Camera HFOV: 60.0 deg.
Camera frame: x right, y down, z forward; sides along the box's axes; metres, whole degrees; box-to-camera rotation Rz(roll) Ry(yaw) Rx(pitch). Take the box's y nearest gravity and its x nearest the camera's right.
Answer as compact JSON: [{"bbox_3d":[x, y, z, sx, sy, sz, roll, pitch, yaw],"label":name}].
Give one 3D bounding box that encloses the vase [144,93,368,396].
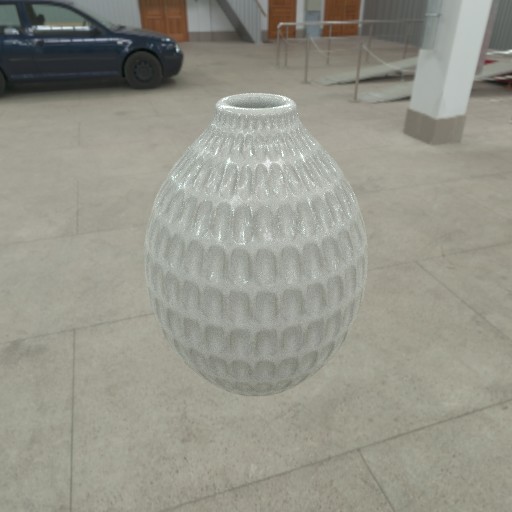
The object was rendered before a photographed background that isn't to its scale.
[{"bbox_3d":[0.000,0.000,0.329,0.162,0.223,0.162,0,31,0],"label":"vase"}]
